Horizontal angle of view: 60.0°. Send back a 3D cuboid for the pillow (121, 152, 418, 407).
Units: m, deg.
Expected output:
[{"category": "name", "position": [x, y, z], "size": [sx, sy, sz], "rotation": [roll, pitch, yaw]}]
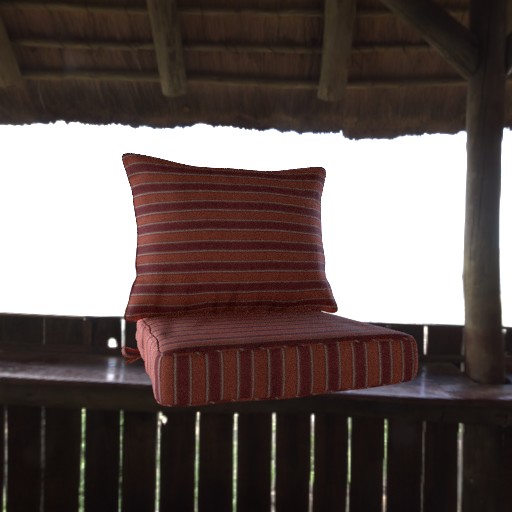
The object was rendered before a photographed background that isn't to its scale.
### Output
[{"category": "pillow", "position": [0.000, 0.000, 1.397], "size": [0.799, 0.723, 0.733], "rotation": [0, 0, -18]}]
